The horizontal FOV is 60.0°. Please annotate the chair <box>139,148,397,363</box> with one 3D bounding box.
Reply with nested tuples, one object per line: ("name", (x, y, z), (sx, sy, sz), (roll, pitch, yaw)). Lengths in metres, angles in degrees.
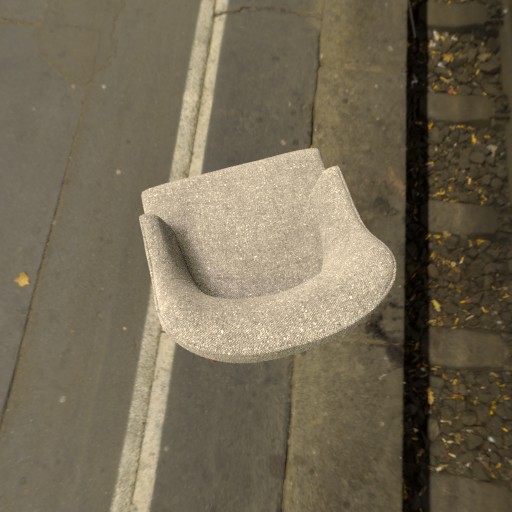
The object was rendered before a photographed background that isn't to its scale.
("chair", (0.000, 0.000, 1.311), (0.608, 0.875, 0.629), (-15, 75, -4))
